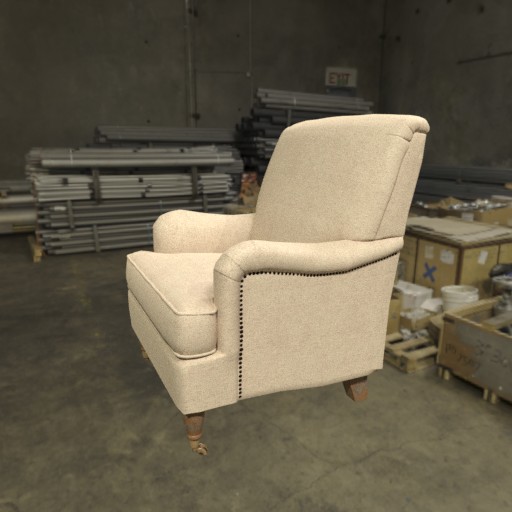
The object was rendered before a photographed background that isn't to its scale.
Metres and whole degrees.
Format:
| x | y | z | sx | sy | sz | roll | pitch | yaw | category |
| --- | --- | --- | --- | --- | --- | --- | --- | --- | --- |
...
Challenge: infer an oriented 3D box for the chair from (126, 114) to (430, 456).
| x | y | z | sx | sy | sz | roll | pitch | yaw | category |
| --- | --- | --- | --- | --- | --- | --- | --- | --- | --- |
| 0.000 | 0.000 | 1.828 | 0.953 | 1.119 | 0.879 | -7 | 15 | -25 | chair |
